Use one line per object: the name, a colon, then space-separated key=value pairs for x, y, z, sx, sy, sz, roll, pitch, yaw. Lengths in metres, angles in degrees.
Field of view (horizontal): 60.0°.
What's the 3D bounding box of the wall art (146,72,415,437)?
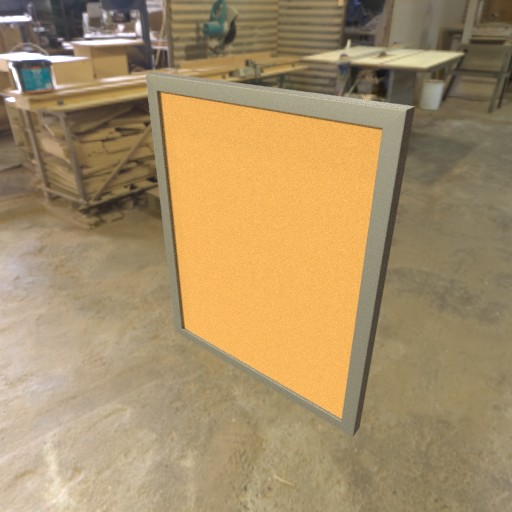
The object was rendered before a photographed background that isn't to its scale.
wall art: x=0.000 y=0.000 z=0.773 sx=0.458 sy=0.558 sz=0.029 roll=22 pitch=36 yaw=33
